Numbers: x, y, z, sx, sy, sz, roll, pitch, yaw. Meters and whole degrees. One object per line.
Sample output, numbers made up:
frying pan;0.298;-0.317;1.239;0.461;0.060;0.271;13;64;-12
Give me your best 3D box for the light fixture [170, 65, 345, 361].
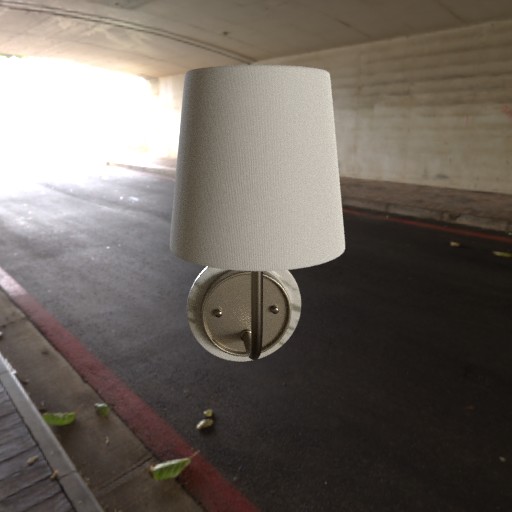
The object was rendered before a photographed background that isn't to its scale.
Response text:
light fixture;0.000;0.000;0.444;0.168;0.337;0.188;-3;17;-8
